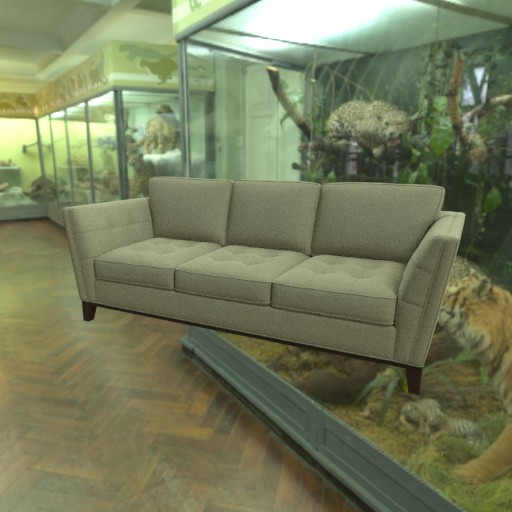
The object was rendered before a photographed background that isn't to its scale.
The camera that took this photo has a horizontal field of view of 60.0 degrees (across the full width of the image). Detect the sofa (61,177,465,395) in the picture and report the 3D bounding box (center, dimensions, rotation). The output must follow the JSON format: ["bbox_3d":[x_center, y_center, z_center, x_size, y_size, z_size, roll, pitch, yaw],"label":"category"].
[{"bbox_3d":[0.000,0.000,2.871,2.388,0.940,0.965,6,15,25],"label":"sofa"}]
